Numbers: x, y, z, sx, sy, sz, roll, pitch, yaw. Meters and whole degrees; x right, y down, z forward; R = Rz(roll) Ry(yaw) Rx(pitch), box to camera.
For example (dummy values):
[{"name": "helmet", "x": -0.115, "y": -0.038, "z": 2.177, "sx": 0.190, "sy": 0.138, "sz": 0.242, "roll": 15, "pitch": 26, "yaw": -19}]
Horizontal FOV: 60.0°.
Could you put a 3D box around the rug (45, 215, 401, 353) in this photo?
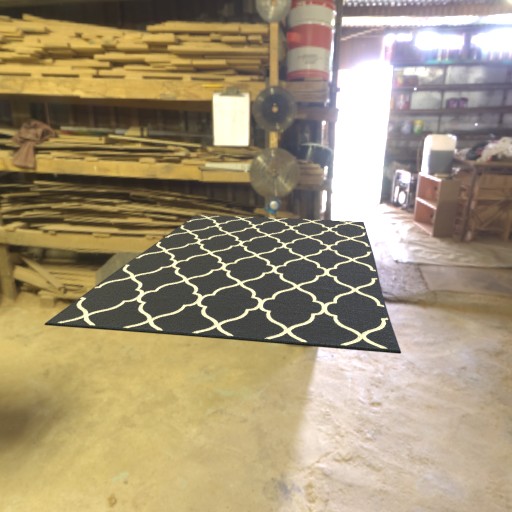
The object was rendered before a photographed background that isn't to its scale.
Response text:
[{"name": "rug", "x": 0.000, "y": 0.000, "z": 2.910, "sx": 1.528, "sy": 0.014, "sz": 2.294, "roll": 3, "pitch": 18, "yaw": 9}]
